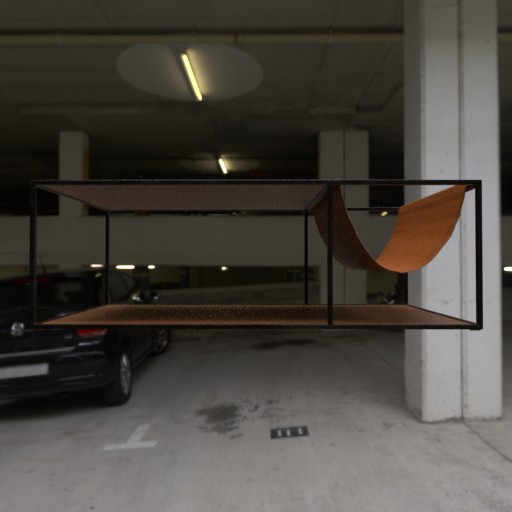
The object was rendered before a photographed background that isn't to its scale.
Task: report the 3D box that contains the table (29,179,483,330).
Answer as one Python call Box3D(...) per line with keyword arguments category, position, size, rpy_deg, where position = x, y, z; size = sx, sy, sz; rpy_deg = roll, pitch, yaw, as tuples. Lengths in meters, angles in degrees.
Box3D(category="table", position=(0.000, 0.000, 1.472), size=(1.199, 0.403, 0.597), rpy_deg=(0, -1, 0))
